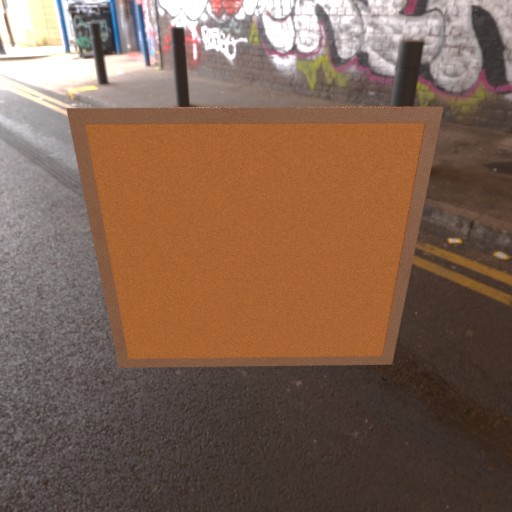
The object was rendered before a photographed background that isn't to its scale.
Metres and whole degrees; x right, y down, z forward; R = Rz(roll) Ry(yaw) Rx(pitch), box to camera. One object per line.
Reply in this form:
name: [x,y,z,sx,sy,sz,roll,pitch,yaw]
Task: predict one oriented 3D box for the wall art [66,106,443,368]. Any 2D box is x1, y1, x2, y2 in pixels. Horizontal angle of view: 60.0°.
wall art: [0.000,0.000,1.645,1.168,1.067,0.025,0,29,-1]
